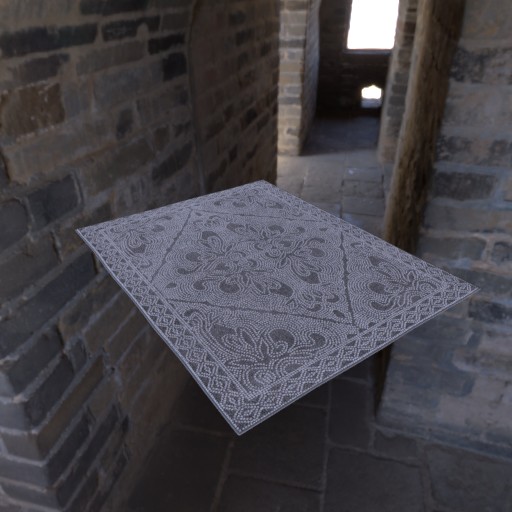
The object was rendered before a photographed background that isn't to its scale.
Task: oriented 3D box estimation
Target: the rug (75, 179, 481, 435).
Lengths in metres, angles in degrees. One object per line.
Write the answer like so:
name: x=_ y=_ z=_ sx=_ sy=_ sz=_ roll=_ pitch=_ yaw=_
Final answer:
rug: x=0.000 y=0.000 z=4.120 sx=2.438 sy=0.012 sz=3.048 roll=-20 pitch=36 yaw=-30
